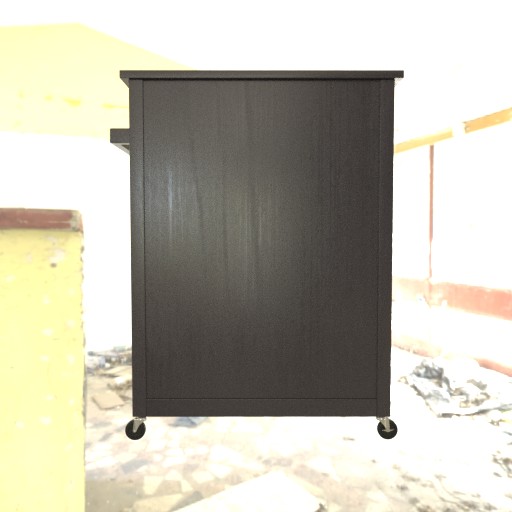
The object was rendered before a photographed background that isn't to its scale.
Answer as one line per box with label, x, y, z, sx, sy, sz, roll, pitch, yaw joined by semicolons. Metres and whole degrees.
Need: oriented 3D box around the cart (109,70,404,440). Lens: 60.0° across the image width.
cart;0.000;0.000;1.265;0.690;0.878;0.449;0;2;0
